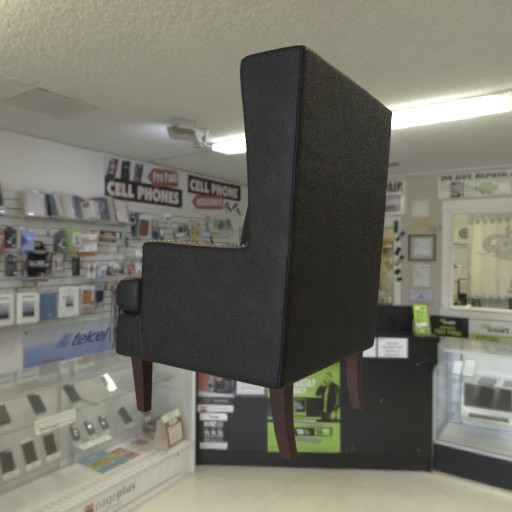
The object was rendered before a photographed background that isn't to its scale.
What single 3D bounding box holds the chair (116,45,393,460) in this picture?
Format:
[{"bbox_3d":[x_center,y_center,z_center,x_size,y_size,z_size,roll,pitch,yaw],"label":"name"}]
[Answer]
[{"bbox_3d":[0.000,0.000,1.642,0.799,1.142,0.703,0,0,36],"label":"chair"}]
